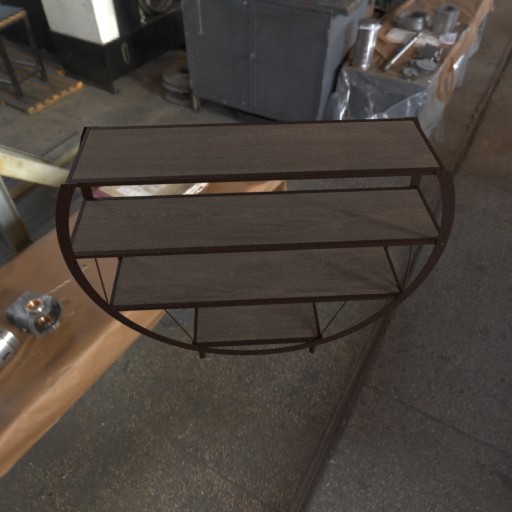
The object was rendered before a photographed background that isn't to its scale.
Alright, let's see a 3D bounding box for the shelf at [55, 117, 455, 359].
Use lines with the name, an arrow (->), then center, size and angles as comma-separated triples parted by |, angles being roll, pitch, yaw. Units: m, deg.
shelf -> 0.000, 0.000, 1.881 | 1.403, 1.063, 0.344 | -2, 46, -2
